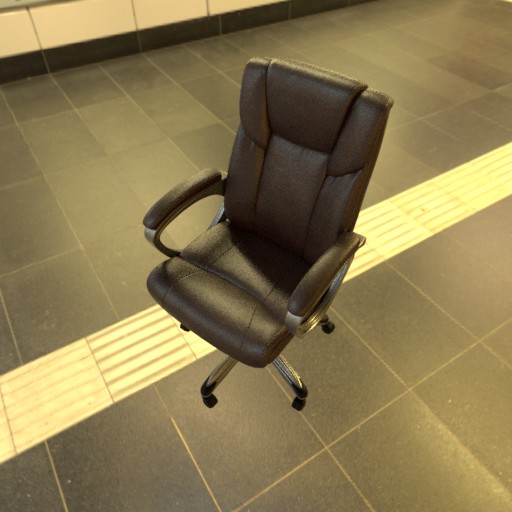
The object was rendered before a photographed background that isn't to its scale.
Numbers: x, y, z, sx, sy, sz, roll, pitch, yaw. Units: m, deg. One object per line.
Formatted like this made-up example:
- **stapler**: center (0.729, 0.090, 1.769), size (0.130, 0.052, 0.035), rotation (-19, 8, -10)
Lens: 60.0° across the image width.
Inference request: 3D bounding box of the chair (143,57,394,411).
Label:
- **chair**: center (0.000, 0.000, 1.557), size (0.656, 1.128, 0.692), rotation (29, 52, 26)
